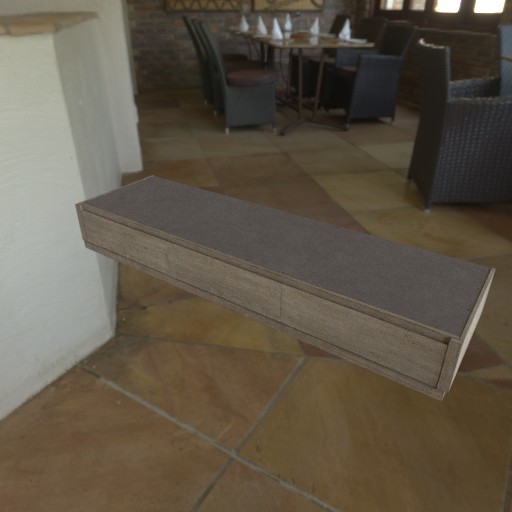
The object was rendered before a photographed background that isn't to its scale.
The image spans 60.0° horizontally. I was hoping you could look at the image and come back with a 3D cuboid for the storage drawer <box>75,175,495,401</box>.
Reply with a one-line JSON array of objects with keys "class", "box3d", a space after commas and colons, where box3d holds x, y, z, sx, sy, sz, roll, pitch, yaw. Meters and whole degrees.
[{"class": "storage drawer", "box3d": [0.000, 0.000, 2.257, 2.072, 0.274, 0.591, 19, 35, 30]}]
